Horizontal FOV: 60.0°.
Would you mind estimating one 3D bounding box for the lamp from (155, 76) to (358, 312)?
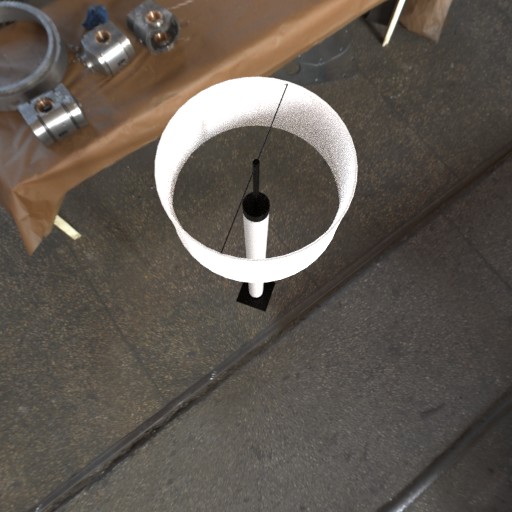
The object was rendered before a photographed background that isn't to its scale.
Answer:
[{"bbox_3d":[0.000,0.000,1.616,0.420,1.475,0.420,19,76,5],"label":"lamp"}]
